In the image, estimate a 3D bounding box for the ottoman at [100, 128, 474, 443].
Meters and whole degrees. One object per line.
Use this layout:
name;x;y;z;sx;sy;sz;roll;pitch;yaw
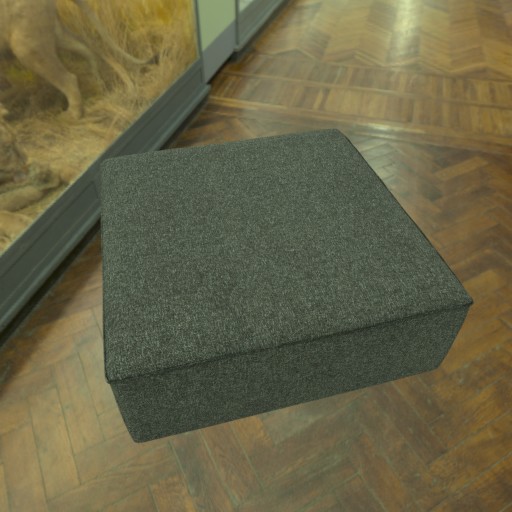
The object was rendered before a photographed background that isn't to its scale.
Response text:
ottoman;0.000;0.000;1.592;1.021;0.423;1.017;-10;46;-10
